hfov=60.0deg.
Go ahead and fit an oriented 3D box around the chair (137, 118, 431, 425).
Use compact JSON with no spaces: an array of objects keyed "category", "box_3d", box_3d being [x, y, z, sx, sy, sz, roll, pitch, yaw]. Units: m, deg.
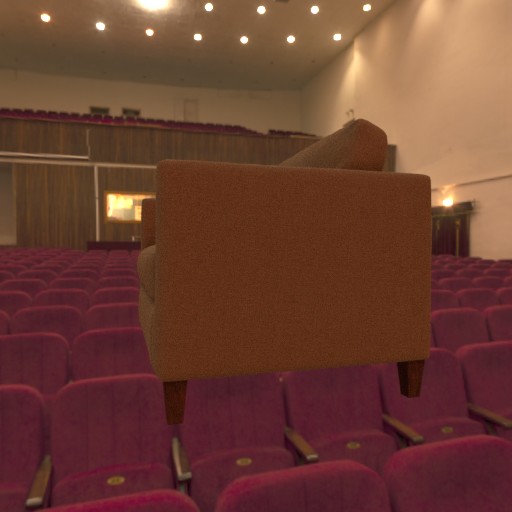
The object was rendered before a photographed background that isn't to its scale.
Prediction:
[{"category":"chair","box_3d":[0.000,0.000,1.883,0.959,0.963,1.107,0,1,-17]}]
